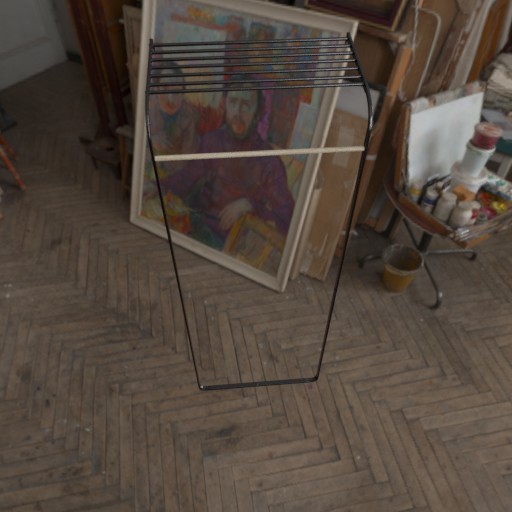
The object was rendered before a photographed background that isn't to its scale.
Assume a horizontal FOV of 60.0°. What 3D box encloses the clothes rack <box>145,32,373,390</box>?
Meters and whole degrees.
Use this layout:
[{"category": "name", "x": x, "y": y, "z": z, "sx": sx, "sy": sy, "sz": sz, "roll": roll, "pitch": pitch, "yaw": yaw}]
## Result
[{"category": "clothes rack", "x": 0.000, "y": 0.000, "z": 1.789, "sx": 0.609, "sy": 1.574, "sz": 0.349, "roll": -4, "pitch": 47, "yaw": -3}]
